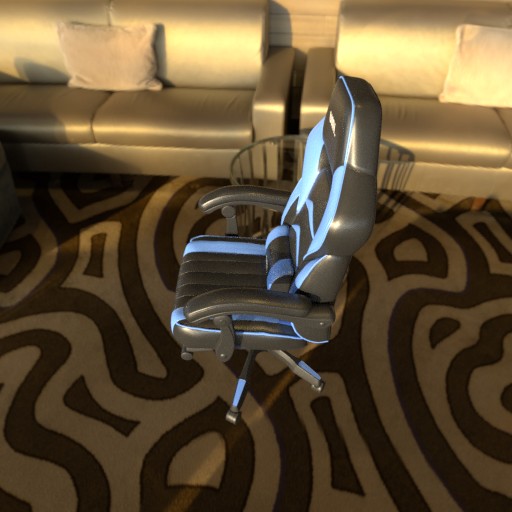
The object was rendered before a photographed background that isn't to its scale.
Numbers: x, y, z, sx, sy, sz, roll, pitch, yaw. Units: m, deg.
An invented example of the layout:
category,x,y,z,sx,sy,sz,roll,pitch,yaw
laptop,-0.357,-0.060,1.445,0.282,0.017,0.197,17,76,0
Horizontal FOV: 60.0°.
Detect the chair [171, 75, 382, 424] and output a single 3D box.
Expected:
category,x,y,z,sx,sy,sz,roll,pitch,yaw
chair,0.000,0.000,1.676,0.700,1.280,0.700,0,42,-1
